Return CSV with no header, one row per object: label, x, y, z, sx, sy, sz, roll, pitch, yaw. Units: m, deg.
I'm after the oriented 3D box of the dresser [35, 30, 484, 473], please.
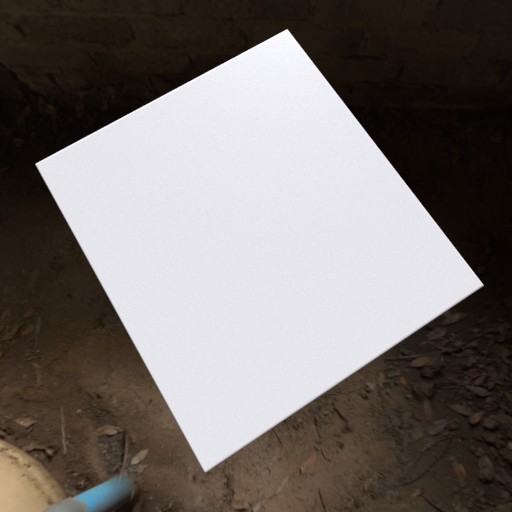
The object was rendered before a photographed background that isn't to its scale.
dresser,0.000,0.000,0.724,0.400,0.360,0.430,-31,78,-8
